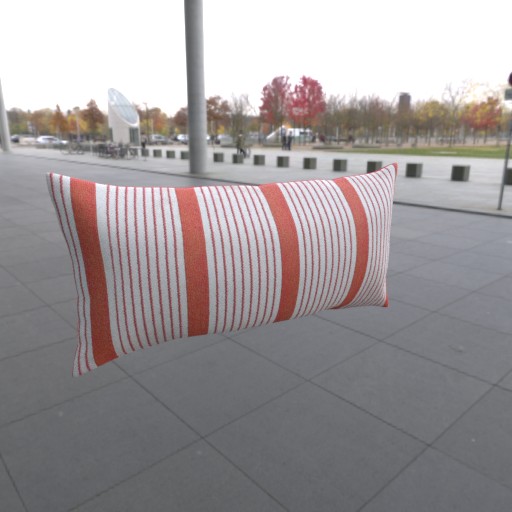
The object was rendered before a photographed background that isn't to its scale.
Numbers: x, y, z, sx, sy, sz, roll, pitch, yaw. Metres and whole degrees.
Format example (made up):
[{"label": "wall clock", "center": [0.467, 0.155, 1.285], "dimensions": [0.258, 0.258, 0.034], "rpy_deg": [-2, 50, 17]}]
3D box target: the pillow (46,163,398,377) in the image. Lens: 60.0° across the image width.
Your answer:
[{"label": "pillow", "center": [0.000, 0.000, 0.743], "dimensions": [0.608, 0.297, 0.151], "rpy_deg": [-8, 17, -26]}]
